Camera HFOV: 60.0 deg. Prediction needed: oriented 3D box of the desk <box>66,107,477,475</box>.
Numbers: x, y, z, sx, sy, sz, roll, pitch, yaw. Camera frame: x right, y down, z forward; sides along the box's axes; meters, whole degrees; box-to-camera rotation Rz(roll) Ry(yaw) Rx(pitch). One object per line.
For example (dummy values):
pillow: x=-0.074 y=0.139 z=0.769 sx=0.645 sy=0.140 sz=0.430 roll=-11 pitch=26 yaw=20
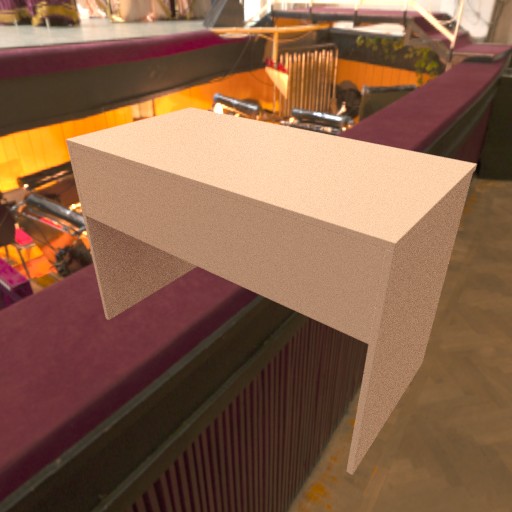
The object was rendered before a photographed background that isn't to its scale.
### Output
desk: x=0.000 y=0.000 z=1.502 sx=1.100 sy=0.730 sz=0.560 roll=22 pitch=37 yaw=32
